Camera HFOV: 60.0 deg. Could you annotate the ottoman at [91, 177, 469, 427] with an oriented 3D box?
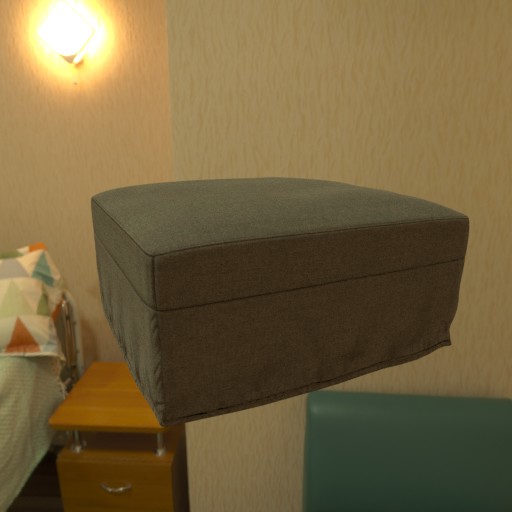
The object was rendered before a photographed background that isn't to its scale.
[{"bbox_3d":[0.000,0.000,1.334,0.840,0.436,0.843,-8,17,-26],"label":"ottoman"}]
